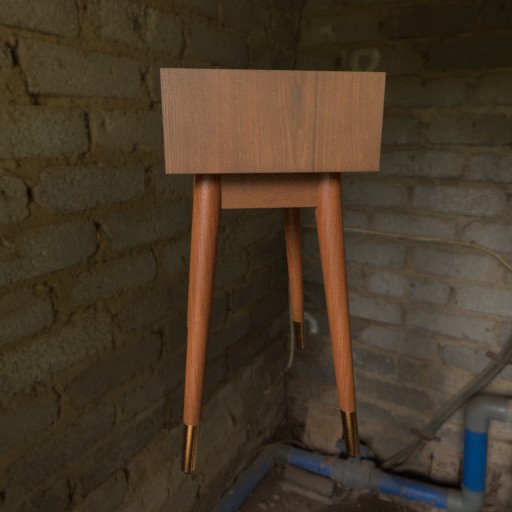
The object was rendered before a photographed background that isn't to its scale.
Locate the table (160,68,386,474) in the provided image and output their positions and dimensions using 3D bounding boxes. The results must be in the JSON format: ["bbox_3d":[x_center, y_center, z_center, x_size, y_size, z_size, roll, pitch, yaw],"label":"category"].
[{"bbox_3d":[0.000,0.000,0.830,0.300,0.599,0.406,-2,16,-7],"label":"table"}]
